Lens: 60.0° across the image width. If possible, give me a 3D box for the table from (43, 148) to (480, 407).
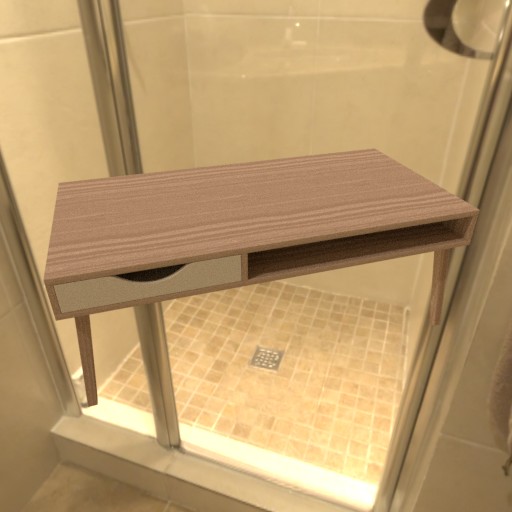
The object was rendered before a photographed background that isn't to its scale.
[{"bbox_3d":[0.000,0.000,1.517,1.200,0.450,0.600,-9,33,-15],"label":"table"}]
